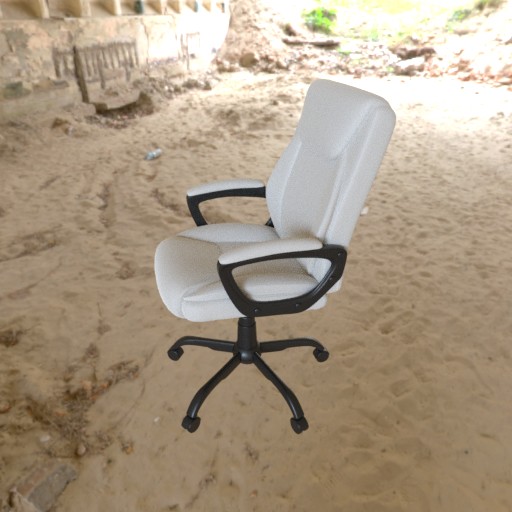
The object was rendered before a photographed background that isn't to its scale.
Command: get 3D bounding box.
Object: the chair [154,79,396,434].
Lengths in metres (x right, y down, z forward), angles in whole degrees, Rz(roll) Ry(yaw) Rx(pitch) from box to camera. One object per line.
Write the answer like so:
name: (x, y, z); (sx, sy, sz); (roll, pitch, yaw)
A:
chair: (0.000, 0.000, 1.491); (0.669, 1.065, 0.663); (-9, 30, -15)
